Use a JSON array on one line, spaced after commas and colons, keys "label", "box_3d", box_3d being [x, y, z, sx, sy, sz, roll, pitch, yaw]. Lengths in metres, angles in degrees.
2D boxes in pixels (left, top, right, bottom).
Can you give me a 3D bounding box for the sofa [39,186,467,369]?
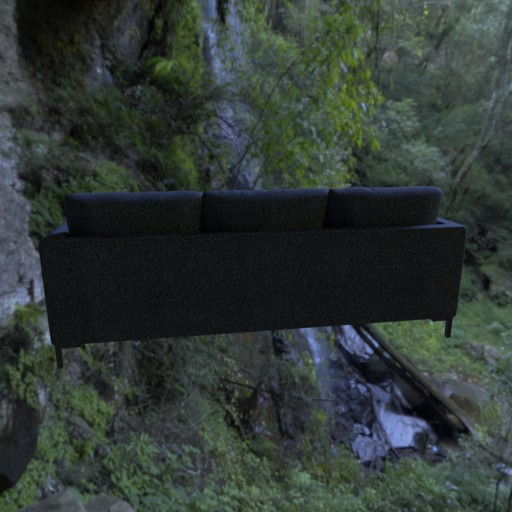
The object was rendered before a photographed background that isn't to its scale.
[{"label": "sofa", "box_3d": [0.000, 0.000, 2.700, 2.218, 0.874, 0.859, -3, 15, -9]}]
